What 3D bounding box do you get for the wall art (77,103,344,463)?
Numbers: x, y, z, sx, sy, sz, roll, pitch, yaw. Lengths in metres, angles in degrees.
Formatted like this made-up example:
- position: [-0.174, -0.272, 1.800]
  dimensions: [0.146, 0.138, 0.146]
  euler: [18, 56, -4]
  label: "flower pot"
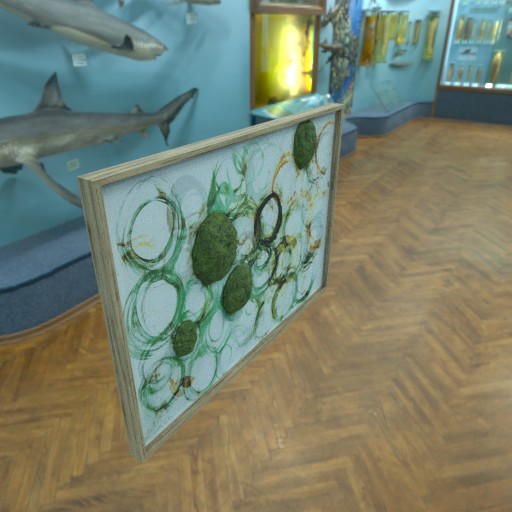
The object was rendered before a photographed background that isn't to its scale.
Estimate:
- position: [0.000, 0.000, 1.089]
  dimensions: [0.063, 0.609, 0.841]
  euler: [18, 33, 31]
  label: "wall art"
